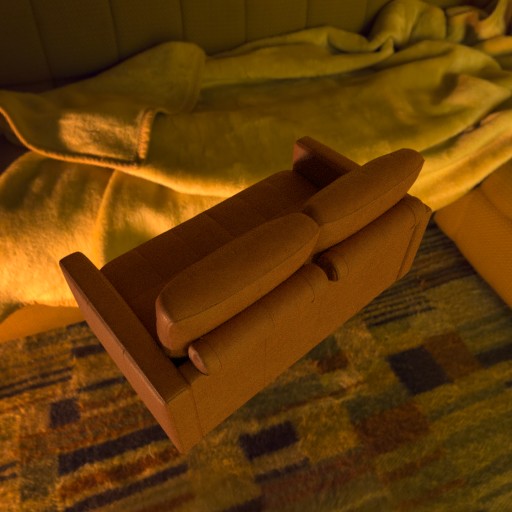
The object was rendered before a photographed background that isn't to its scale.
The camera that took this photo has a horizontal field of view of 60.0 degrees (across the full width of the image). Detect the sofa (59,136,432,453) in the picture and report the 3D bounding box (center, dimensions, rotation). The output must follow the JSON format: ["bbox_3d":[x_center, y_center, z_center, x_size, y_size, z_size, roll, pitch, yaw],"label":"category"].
[{"bbox_3d":[0.000,0.000,1.961,1.430,0.898,0.868,-32,55,-26],"label":"sofa"}]
